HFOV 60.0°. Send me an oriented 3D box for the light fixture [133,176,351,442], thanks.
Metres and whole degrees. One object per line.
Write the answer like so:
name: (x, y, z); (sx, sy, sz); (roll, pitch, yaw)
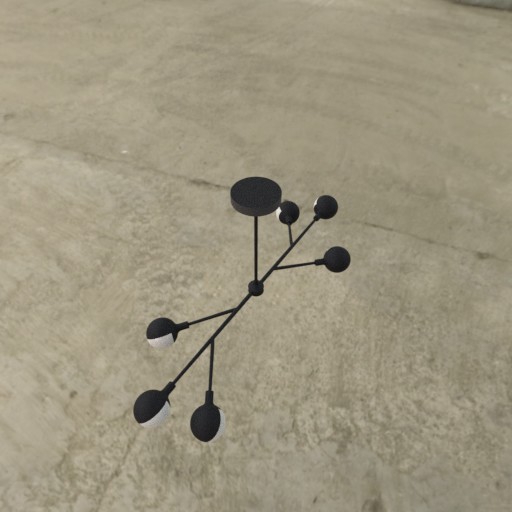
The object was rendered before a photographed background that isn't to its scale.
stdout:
light fixture: (0.000, 0.000, 0.998); (0.778, 0.362, 0.434); (-32, 54, -27)
